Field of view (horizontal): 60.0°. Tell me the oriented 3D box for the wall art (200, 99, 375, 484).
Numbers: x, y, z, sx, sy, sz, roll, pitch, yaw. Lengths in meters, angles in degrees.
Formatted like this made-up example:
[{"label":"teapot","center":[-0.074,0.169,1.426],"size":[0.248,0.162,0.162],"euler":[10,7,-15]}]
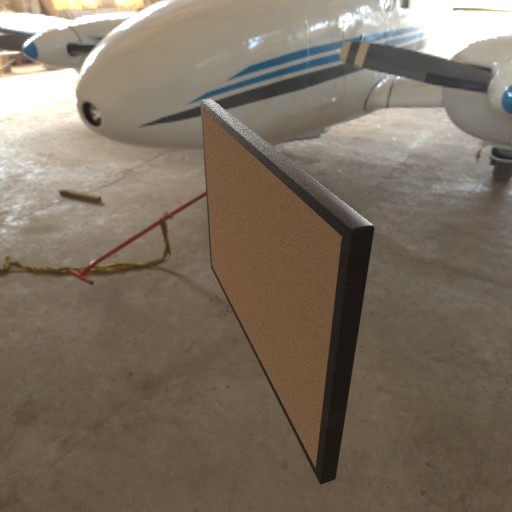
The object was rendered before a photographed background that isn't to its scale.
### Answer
[{"label":"wall art","center":[0.000,0.000,1.154],"size":[0.038,0.612,0.912],"euler":[-10,33,-17]}]
